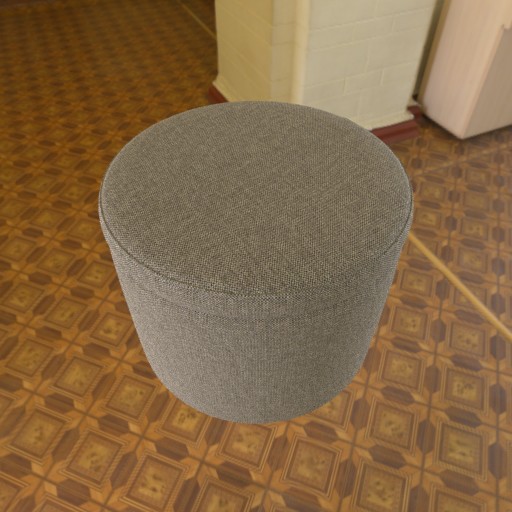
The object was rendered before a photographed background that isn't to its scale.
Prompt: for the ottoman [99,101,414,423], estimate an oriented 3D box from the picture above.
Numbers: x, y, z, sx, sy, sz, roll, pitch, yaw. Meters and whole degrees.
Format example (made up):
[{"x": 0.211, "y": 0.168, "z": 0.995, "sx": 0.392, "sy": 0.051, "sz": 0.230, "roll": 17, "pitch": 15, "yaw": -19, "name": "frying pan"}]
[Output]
[{"x": 0.000, "y": 0.000, "z": 0.878, "sx": 0.520, "sy": 0.430, "sz": 0.520, "roll": 0, "pitch": 47, "yaw": 0, "name": "ottoman"}]
